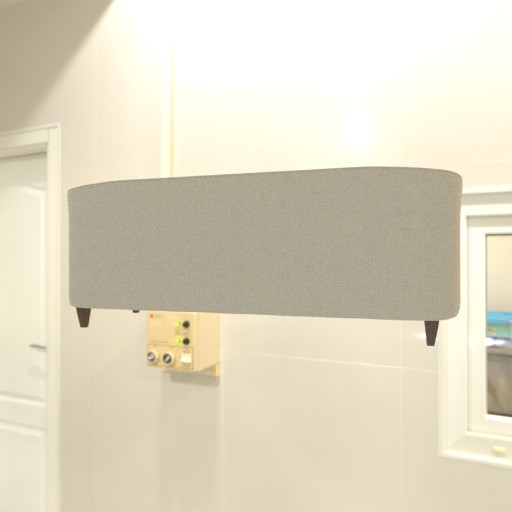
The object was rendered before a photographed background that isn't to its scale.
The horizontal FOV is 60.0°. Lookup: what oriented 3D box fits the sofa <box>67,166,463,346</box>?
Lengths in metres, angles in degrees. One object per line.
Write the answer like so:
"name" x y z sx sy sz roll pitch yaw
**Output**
"sofa" 0.000 0.000 2.726 2.278 0.855 0.941 0 0 16
